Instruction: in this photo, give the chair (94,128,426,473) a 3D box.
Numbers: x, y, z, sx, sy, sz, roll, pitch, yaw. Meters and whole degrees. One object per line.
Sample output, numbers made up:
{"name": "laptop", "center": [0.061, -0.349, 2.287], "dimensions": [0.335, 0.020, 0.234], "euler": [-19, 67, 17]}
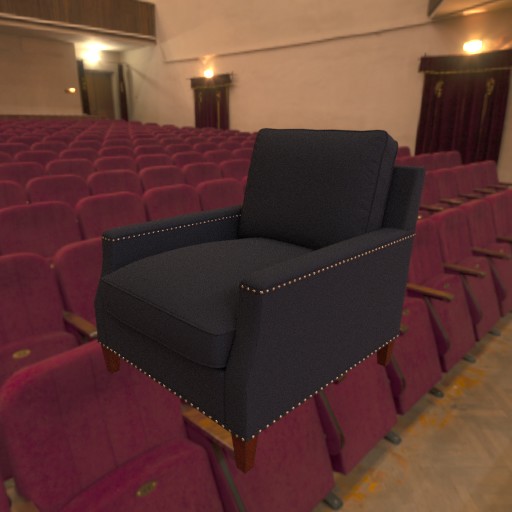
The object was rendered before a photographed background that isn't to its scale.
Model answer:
{"name": "chair", "center": [0.000, 0.000, 1.717], "dimensions": [0.853, 0.943, 1.014], "euler": [16, 23, 42]}
